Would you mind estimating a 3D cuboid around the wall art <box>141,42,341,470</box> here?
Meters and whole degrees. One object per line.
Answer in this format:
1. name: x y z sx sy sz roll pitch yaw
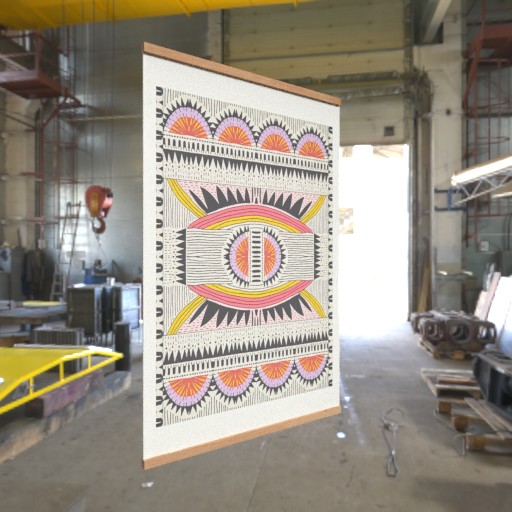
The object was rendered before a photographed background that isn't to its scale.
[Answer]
1. wall art: 0.000 0.000 1.886 0.999 1.533 0.028 0 0 -35
